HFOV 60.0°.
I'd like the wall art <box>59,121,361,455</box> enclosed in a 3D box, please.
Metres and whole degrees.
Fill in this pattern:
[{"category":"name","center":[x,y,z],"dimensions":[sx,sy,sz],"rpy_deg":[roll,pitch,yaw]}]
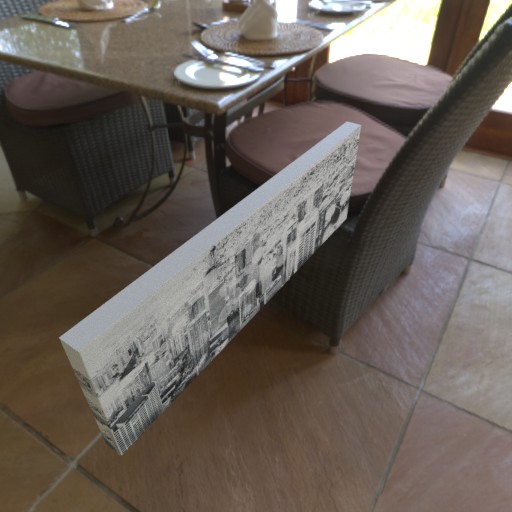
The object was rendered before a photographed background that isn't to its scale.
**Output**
[{"category":"wall art","center":[0.000,0.000,0.840],"dimensions":[0.038,0.255,0.763],"rpy_deg":[24,46,26]}]
